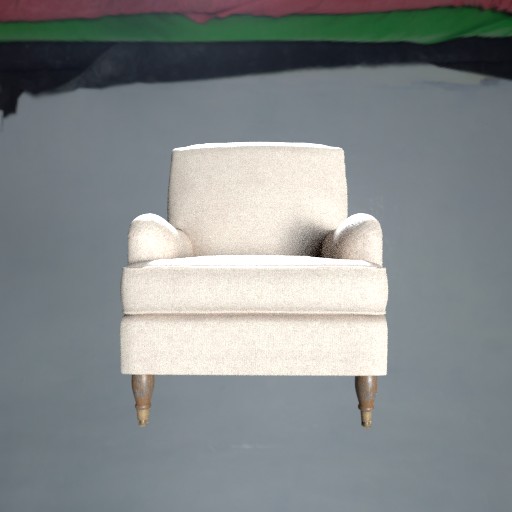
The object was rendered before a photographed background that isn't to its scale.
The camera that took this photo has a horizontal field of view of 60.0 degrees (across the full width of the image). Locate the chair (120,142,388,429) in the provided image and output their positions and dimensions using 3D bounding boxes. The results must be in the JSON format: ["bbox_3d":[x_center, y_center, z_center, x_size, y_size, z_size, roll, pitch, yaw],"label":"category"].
[{"bbox_3d":[0.000,0.000,1.823,0.879,1.119,0.953,0,0,1],"label":"chair"}]
